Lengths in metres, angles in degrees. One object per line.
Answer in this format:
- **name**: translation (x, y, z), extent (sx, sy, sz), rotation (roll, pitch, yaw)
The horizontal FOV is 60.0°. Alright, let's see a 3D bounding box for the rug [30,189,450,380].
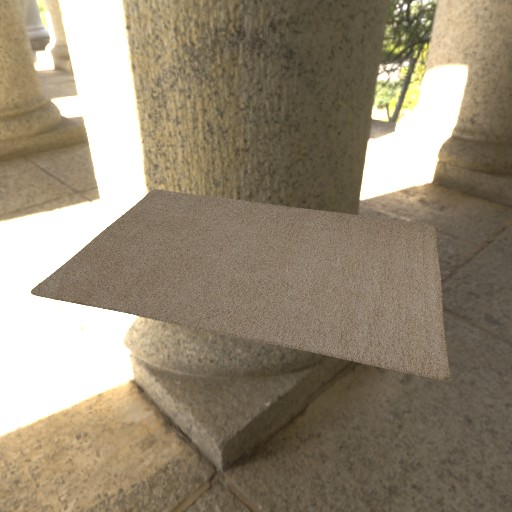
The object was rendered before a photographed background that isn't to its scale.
- **rug**: translation (0.000, 0.000, 3.417), extent (2.700, 0.024, 1.801), rotation (9, 34, 14)
